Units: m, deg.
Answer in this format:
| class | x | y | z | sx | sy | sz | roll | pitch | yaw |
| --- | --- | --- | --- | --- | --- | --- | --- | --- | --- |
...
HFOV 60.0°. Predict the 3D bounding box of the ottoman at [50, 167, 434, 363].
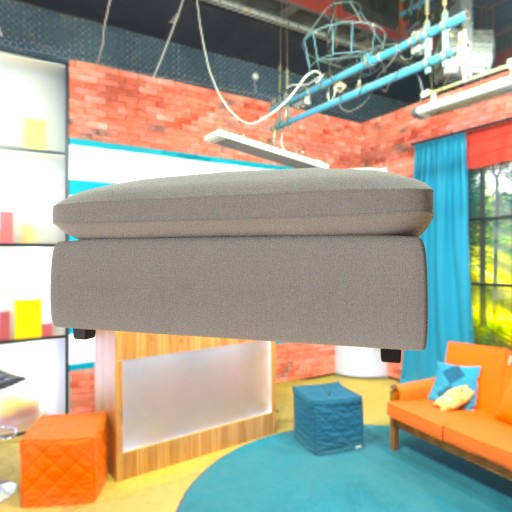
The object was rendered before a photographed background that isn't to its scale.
| class | x | y | z | sx | sy | sz | roll | pitch | yaw |
| --- | --- | --- | --- | --- | --- | --- | --- | --- | --- |
| ottoman | 0.000 | 0.000 | 1.346 | 0.984 | 0.453 | 0.686 | 0 | 0 | 19 |
